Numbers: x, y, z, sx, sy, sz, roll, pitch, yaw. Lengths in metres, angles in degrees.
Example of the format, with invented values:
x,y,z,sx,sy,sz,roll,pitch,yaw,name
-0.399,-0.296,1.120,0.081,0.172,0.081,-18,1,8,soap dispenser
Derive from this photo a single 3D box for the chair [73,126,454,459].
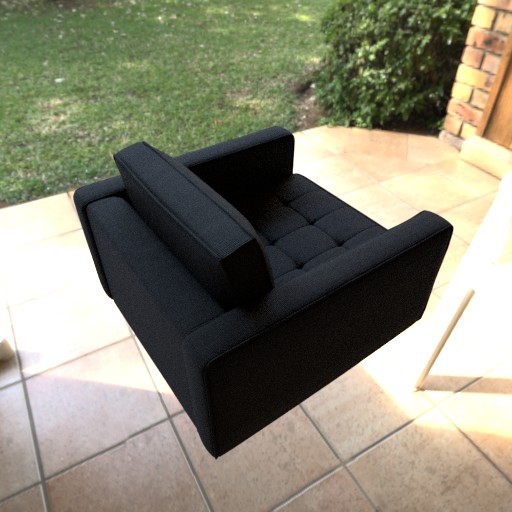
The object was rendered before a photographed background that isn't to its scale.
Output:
x,y,z,sx,sy,sz,roll,pitch,yaw,name
0.000,0.000,1.558,0.919,0.770,0.899,-25,47,-26,chair
